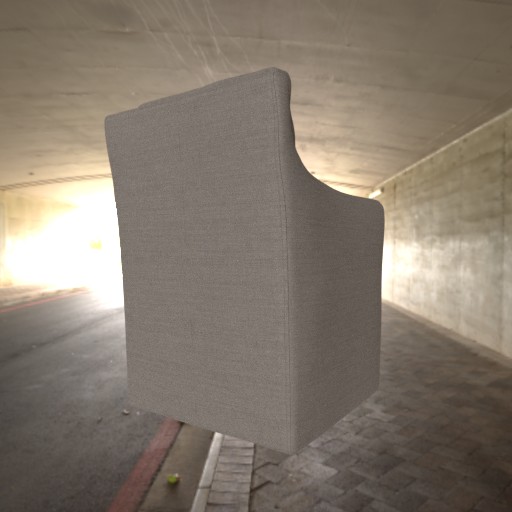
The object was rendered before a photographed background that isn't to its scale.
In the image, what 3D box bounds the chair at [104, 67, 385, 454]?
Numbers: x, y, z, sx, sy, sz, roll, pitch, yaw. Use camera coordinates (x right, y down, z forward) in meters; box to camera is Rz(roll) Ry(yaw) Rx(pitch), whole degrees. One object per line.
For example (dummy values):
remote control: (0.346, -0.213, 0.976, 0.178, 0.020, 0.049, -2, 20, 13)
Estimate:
chair: (0.000, 0.000, 1.383, 0.626, 0.914, 0.694, 1, 1, 35)
